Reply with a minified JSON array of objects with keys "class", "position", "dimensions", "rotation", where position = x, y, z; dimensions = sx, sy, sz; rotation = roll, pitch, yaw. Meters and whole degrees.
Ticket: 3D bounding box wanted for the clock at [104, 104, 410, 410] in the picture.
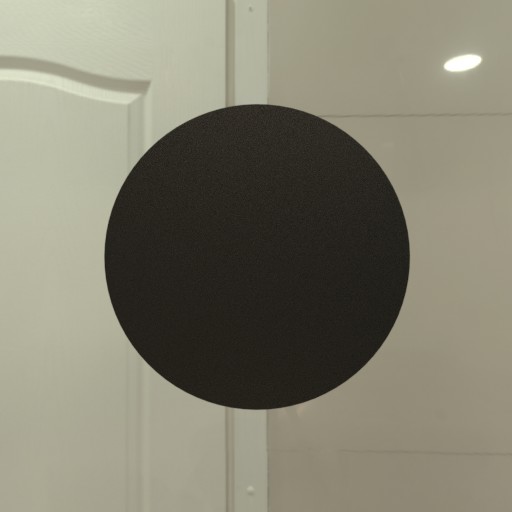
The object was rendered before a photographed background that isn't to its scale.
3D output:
[{"class":"clock","position":[0.000,0.000,0.675],"dimensions":[0.454,0.454,0.038],"rotation":[0,-1,2]}]
